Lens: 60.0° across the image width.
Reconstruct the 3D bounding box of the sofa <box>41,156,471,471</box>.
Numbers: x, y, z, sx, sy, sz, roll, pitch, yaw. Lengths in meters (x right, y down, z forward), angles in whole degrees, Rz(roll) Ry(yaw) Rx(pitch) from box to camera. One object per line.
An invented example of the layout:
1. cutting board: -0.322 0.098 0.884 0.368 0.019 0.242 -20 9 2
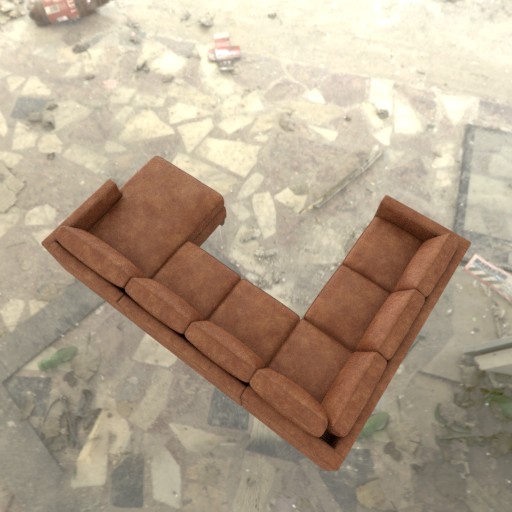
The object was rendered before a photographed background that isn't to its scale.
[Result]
1. sofa: 0.000 0.000 4.490 3.324 0.888 2.452 33 68 15
